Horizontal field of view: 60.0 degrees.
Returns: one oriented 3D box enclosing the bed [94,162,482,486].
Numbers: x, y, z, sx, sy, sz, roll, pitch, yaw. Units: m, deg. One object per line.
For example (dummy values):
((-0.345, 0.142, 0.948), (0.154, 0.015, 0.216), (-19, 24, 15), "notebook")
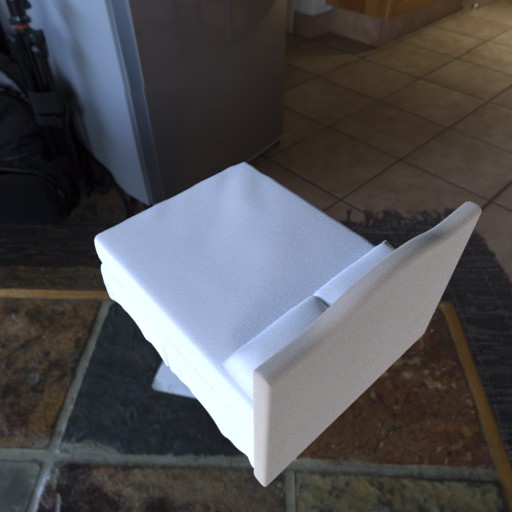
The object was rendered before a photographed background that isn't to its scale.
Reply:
((0.000, 0.000, 3.099), (1.678, 1.398, 2.052), (-32, 54, -28), "bed")
